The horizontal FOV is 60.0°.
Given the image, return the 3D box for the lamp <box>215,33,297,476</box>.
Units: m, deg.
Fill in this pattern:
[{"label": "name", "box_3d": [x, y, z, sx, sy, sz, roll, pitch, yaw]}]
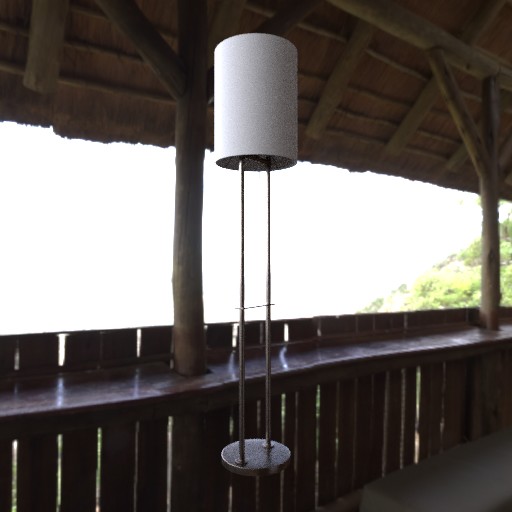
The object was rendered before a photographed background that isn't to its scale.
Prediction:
[{"label": "lamp", "box_3d": [0.000, 0.000, 1.639, 0.305, 1.500, 0.306, 0, -1, 36]}]
